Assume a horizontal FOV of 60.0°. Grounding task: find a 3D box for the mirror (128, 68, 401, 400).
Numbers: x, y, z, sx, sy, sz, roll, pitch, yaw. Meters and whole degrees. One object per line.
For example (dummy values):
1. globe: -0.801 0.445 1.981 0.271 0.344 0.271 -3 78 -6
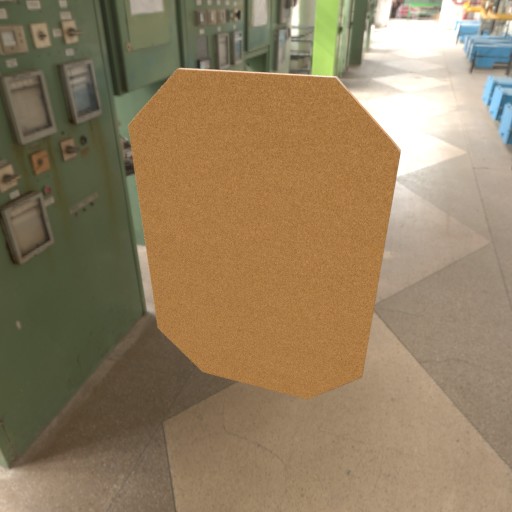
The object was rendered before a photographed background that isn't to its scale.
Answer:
1. mirror: 0.000 0.000 1.305 0.709 1.015 0.061 10 32 16
